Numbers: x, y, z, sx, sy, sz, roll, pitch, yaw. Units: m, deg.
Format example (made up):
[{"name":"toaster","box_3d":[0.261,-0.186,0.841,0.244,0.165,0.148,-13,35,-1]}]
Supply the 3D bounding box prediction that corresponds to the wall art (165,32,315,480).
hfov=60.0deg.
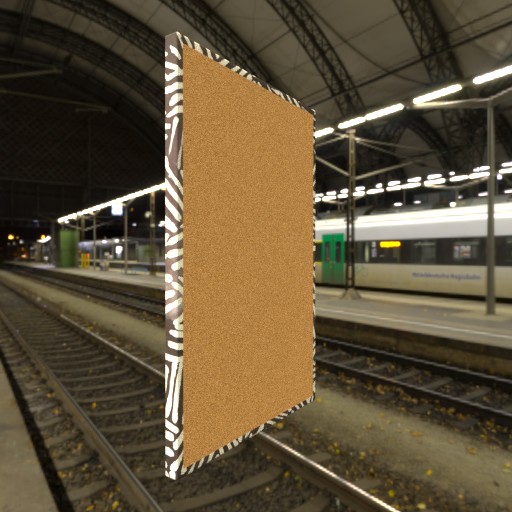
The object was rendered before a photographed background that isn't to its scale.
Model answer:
[{"name":"wall art","box_3d":[0.000,0.000,1.165,0.035,0.918,0.615,0,0,35]}]
